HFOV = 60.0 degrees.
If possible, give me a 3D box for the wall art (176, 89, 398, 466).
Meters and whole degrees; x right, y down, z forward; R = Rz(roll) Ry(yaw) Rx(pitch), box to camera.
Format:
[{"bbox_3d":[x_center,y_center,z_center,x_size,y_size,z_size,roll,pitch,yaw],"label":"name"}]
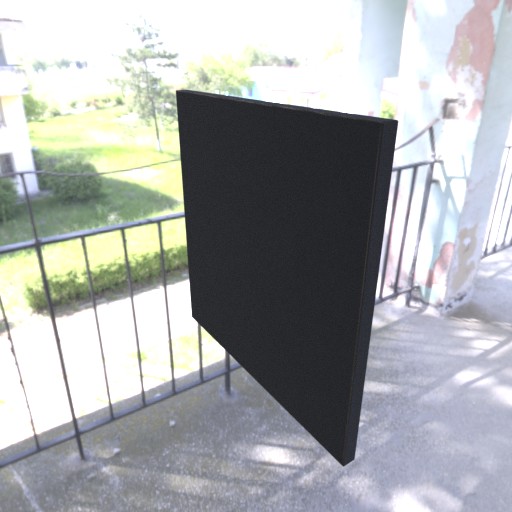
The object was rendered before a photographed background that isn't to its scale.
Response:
[{"bbox_3d":[0.000,0.000,0.457,0.015,0.303,0.304,-16,29,-31],"label":"wall art"}]
